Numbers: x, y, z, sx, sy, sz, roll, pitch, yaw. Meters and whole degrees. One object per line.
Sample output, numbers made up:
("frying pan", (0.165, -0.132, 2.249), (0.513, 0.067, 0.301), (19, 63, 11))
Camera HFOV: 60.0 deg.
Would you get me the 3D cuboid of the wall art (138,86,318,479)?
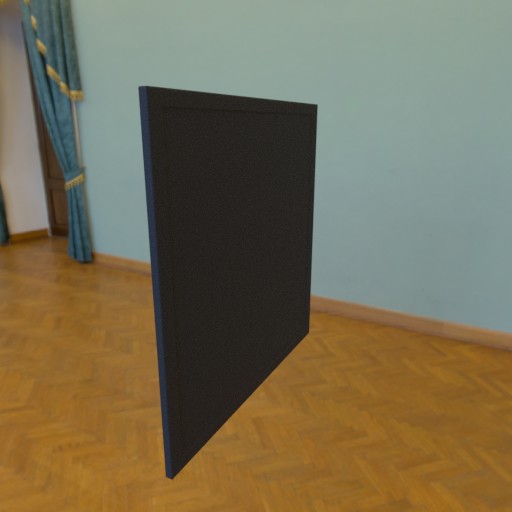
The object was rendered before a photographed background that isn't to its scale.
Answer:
("wall art", (0.000, 0.000, 0.830), (0.012, 0.558, 0.562), (9, 19, 27))
